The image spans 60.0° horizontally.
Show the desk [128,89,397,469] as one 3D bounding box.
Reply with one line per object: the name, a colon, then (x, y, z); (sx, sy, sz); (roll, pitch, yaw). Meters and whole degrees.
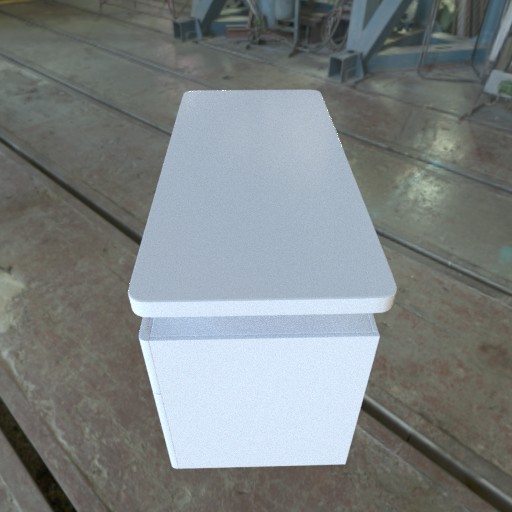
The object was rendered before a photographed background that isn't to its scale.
desk: (0.000, 0.000, 1.580); (0.550, 0.760, 1.200); (-1, 40, -1)
